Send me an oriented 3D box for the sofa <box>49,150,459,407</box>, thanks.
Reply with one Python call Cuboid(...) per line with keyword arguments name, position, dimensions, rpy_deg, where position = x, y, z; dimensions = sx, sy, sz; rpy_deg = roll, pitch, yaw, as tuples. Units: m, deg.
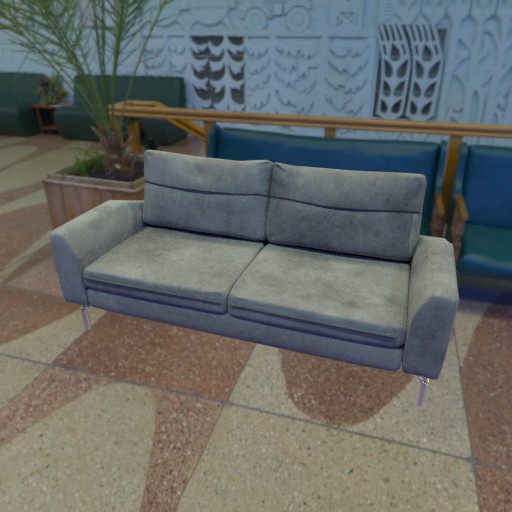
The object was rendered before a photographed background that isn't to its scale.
Cuboid(name="sofa", position=(0.000, 0.000, 2.275), dimensions=(1.837, 0.859, 0.849), rpy_deg=(9, 28, 17))
